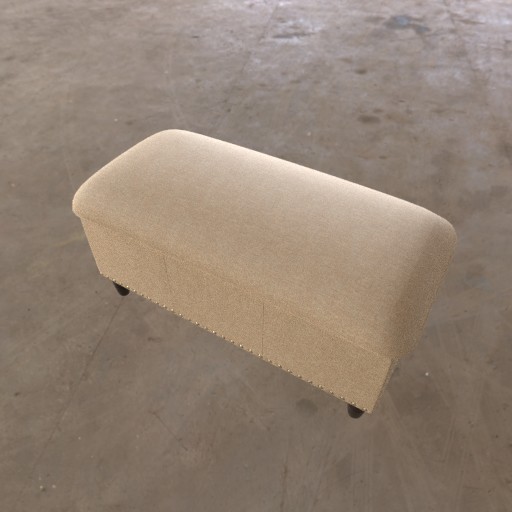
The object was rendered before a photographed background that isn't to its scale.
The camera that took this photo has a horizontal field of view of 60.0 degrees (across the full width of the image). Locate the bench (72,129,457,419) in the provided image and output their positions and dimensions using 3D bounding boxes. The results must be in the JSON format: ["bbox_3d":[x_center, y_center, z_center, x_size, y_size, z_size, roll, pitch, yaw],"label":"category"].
[{"bbox_3d":[0.000,0.000,1.307,0.991,0.483,0.483,23,49,21],"label":"bench"}]
